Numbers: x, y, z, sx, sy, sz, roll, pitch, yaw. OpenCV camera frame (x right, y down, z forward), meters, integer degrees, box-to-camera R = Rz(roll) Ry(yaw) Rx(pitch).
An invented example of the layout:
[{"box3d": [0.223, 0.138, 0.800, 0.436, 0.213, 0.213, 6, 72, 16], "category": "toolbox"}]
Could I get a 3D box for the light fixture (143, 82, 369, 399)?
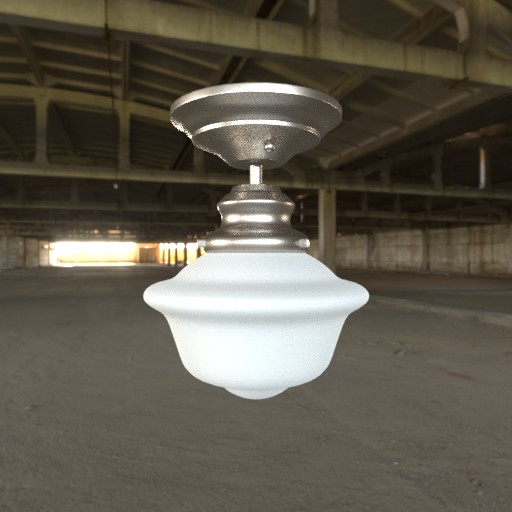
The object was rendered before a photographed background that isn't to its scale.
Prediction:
[{"box3d": [0.000, 0.000, 0.399, 0.199, 0.254, 0.199, 0, 0, 0], "category": "light fixture"}]
